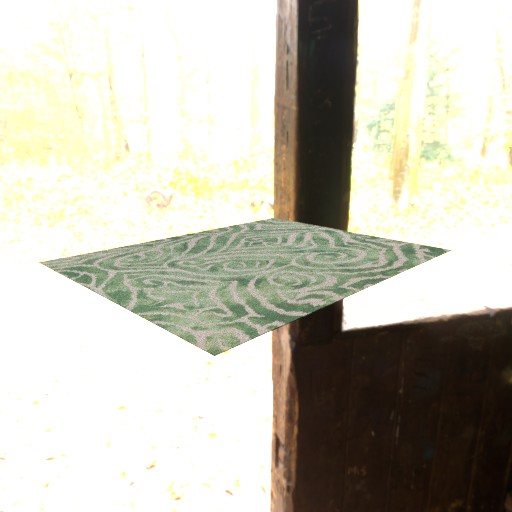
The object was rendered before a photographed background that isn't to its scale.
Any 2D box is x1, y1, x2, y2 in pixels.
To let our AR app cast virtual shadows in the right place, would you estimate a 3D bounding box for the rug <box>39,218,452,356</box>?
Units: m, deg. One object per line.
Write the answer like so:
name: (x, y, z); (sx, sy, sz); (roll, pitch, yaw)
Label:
rug: (0.000, 0.000, 4.155); (2.436, 0.007, 3.045); (15, 21, 43)
